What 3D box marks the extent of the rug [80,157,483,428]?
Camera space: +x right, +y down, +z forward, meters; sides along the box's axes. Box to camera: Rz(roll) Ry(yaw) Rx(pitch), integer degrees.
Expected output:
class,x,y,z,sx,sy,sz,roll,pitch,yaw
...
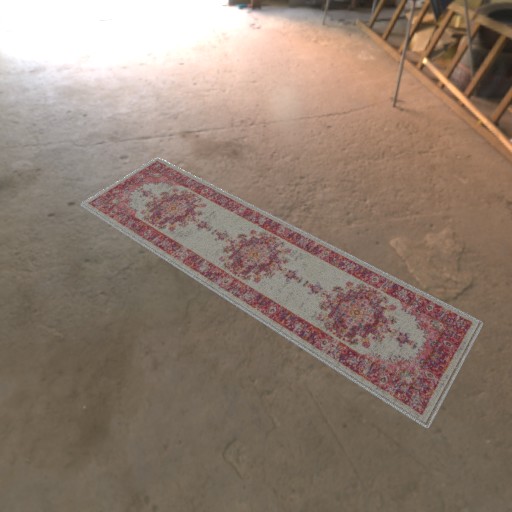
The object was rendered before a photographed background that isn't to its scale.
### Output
class,x,y,z,sx,sy,sz,roll,pitch,yaw
rug,0.000,0.000,2.463,2.294,0.011,0.666,30,53,25
